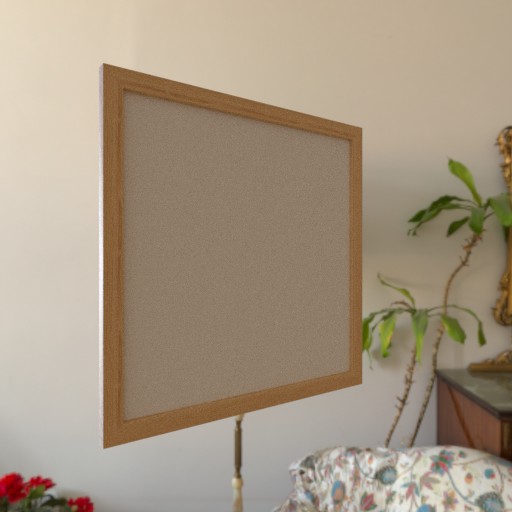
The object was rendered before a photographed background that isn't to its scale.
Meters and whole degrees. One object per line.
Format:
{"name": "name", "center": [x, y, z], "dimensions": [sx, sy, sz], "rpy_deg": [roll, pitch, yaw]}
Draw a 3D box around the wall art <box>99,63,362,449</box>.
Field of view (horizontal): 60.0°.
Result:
{"name": "wall art", "center": [0.000, 0.000, 1.107], "dimensions": [0.762, 0.762, 0.027], "rpy_deg": [0, 0, -36]}
